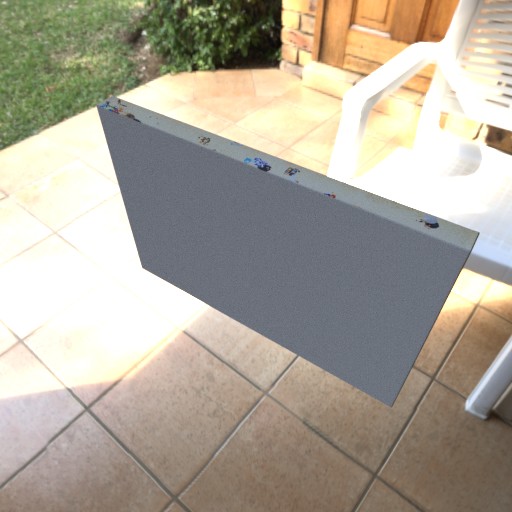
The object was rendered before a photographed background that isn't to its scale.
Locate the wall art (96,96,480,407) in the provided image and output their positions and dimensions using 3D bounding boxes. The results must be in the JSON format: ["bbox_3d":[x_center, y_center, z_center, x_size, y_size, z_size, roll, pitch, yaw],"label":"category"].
[{"bbox_3d":[0.000,0.000,1.137,0.894,0.595,0.057,26,52,22],"label":"wall art"}]
